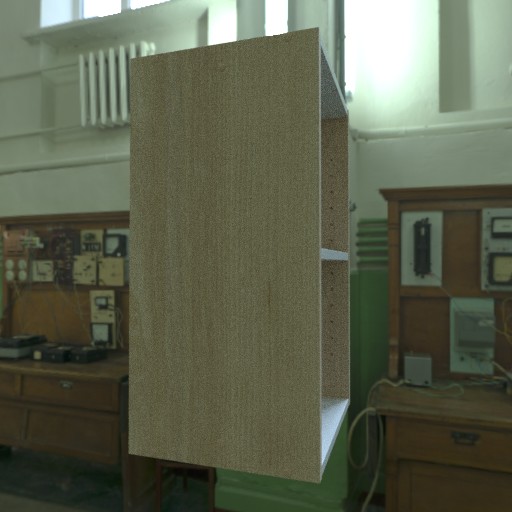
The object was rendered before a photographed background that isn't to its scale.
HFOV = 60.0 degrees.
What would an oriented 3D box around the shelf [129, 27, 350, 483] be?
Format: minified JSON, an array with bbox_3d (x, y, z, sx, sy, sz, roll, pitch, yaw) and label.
[{"bbox_3d":[0.000,0.000,0.792,0.290,0.600,0.350,0,-1,18],"label":"shelf"}]
